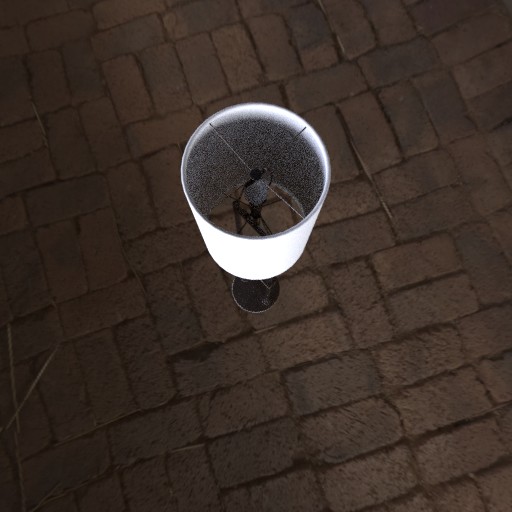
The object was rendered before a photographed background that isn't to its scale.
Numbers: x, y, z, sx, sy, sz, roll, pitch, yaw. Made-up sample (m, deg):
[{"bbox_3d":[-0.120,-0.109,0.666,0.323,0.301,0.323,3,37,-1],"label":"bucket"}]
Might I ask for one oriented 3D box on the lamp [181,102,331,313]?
[{"bbox_3d":[0.000,0.000,1.632,0.305,1.500,0.306,-42,80,-9],"label":"lamp"}]
